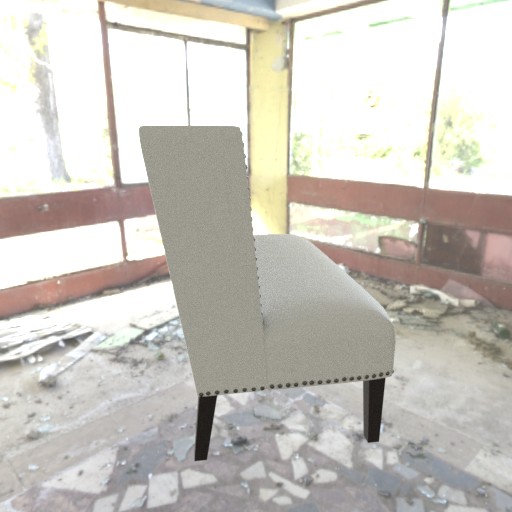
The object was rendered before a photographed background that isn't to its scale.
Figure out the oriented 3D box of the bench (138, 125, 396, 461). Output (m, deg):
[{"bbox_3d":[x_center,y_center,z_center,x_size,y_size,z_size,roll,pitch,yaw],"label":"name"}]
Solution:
[{"bbox_3d":[0.000,0.000,2.015,0.847,1.123,1.280,-2,16,-8],"label":"bench"}]
